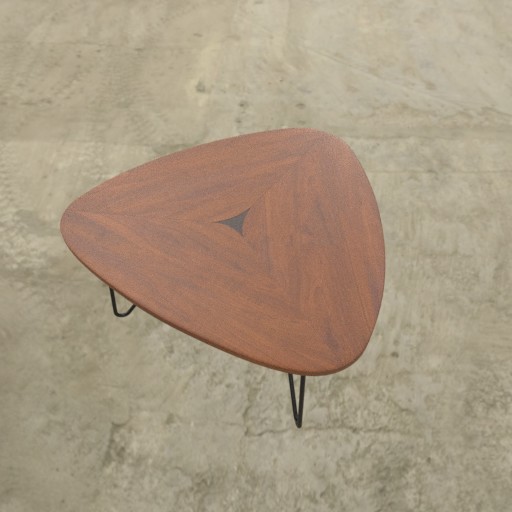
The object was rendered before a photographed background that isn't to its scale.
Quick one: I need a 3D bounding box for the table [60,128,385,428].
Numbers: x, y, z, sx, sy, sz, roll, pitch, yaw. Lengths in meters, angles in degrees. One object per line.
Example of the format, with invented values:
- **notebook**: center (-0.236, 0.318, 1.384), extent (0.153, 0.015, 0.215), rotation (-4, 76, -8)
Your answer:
- **table**: center (0.000, 0.000, 1.325), extent (0.833, 0.413, 0.821), rotation (25, 53, 21)
